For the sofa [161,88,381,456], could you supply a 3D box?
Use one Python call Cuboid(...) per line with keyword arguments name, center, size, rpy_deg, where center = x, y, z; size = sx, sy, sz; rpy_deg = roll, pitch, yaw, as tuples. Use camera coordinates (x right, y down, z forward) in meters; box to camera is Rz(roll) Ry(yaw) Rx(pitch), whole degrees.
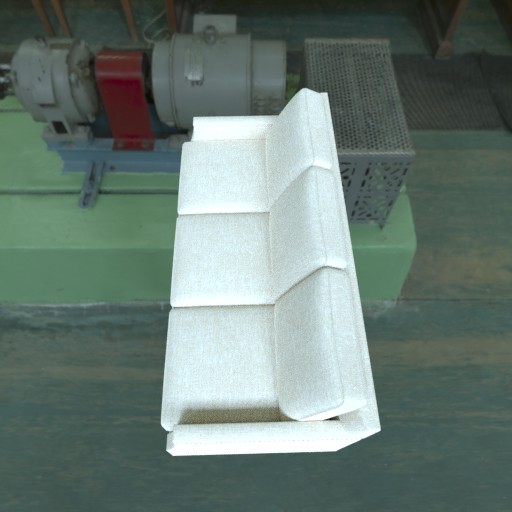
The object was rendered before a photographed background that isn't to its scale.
Cuboid(name="sofa", center=(0.000, 0.000, 2.787), size=(1.041, 0.940, 2.210), rpy_deg=(-1, 60, -1))
